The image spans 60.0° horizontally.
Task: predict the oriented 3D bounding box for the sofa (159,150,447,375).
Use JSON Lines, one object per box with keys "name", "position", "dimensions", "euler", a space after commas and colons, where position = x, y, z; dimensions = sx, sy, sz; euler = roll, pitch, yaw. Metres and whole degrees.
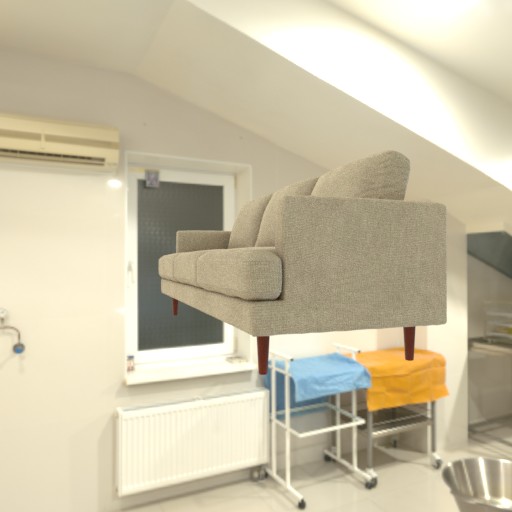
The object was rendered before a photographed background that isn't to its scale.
{"name": "sofa", "position": [0.000, 0.000, 2.737], "dimensions": [0.903, 0.930, 2.246], "euler": [0, -1, -20]}
